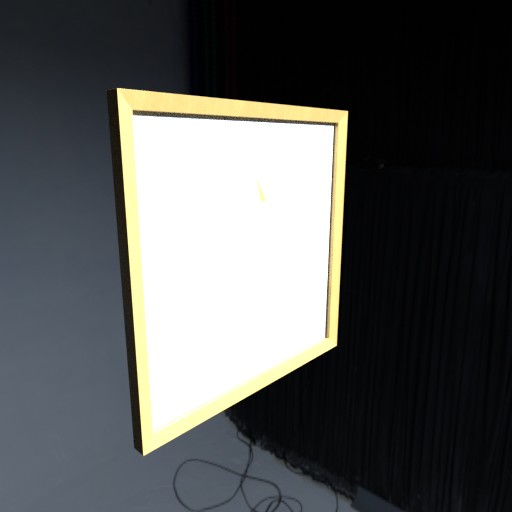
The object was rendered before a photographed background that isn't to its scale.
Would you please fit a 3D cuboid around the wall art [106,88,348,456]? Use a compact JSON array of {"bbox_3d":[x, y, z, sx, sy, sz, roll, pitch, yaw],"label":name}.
[{"bbox_3d":[0.000,0.000,2.957,0.097,1.936,1.935,13,19,42],"label":"wall art"}]
